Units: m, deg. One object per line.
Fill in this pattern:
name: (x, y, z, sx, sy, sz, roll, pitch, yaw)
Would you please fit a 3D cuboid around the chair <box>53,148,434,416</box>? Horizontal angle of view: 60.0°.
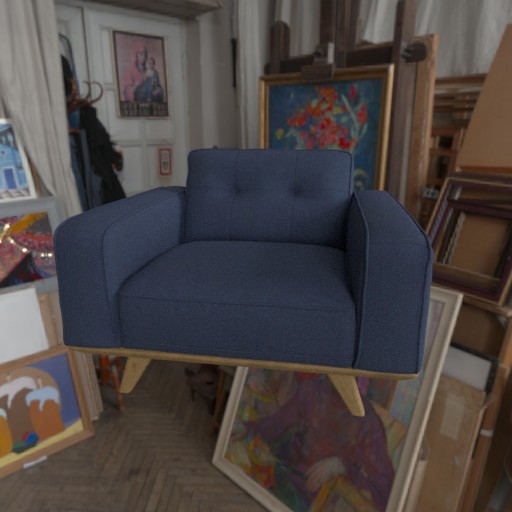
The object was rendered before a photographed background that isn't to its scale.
chair: (0.000, 0.000, 1.716, 1.118, 0.783, 0.953, 3, 16, 9)
